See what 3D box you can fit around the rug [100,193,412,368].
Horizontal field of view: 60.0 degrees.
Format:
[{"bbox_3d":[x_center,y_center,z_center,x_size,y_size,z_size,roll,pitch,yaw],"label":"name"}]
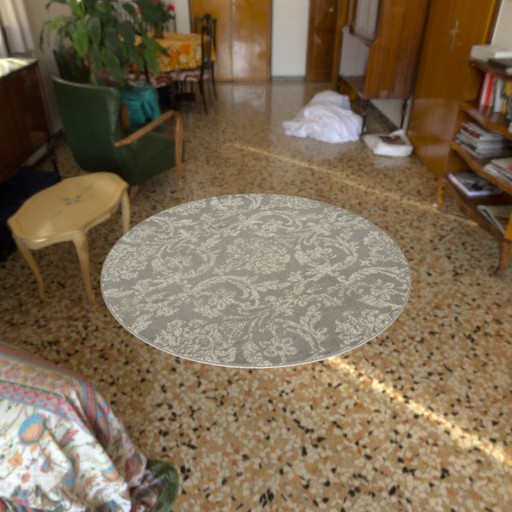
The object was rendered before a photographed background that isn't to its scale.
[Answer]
[{"bbox_3d":[0.000,0.000,2.367,1.593,0.012,1.593,0,32,0],"label":"rug"}]
